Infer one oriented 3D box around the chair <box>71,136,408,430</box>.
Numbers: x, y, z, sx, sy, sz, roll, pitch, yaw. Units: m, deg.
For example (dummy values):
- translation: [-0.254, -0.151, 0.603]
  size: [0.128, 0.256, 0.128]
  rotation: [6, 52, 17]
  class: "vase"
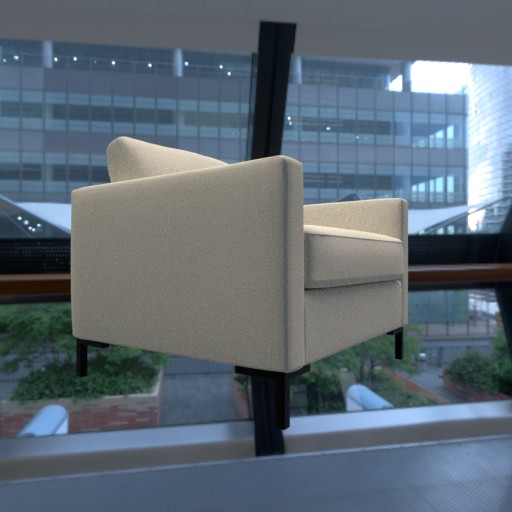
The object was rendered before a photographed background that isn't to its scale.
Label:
- translation: [0.000, 0.000, 1.607]
  size: [0.875, 0.806, 0.964]
  rotation: [0, -1, 35]
  class: "chair"
